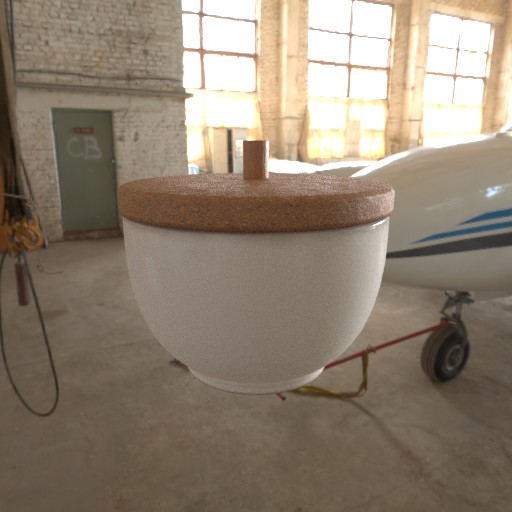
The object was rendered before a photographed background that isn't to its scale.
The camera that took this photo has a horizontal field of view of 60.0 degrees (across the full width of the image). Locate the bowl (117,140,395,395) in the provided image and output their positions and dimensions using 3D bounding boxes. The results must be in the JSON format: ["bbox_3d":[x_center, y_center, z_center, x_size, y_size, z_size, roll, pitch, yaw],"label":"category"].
[{"bbox_3d":[0.000,0.000,0.219,0.126,0.110,0.126,0,14,0],"label":"bowl"}]
